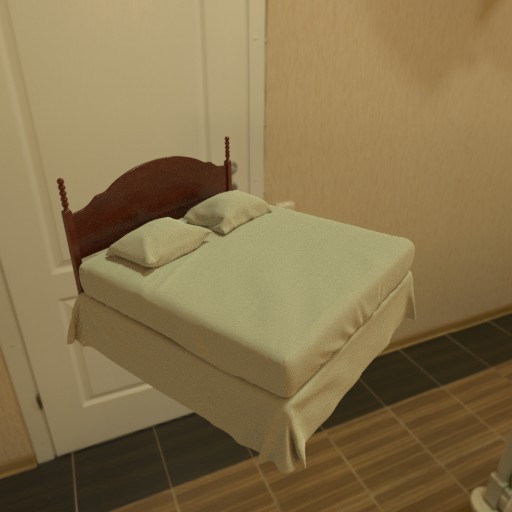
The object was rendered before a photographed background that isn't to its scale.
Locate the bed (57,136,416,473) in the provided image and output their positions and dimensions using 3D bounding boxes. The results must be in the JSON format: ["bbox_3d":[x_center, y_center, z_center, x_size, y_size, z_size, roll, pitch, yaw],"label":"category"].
[{"bbox_3d":[0.000,0.000,3.590,2.219,1.355,2.322,19,32,33],"label":"bed"}]
